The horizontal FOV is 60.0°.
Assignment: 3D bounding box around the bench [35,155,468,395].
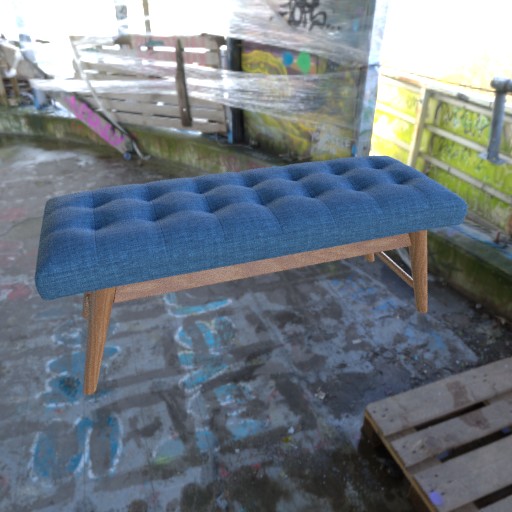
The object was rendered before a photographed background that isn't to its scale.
[{"bbox_3d":[0.000,0.000,1.327,1.118,0.432,0.406,-10,33,-16],"label":"bench"}]
